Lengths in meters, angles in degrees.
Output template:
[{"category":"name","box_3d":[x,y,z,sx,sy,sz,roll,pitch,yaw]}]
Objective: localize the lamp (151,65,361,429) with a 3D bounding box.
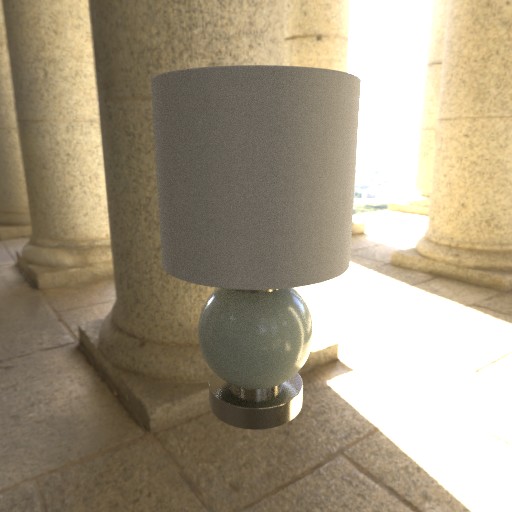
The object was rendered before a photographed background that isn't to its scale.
[{"category":"lamp","box_3d":[0.000,0.000,0.478,0.201,0.353,0.201,7,16,24]}]
